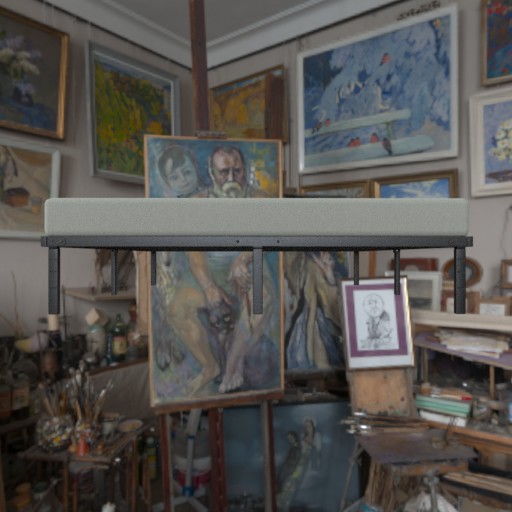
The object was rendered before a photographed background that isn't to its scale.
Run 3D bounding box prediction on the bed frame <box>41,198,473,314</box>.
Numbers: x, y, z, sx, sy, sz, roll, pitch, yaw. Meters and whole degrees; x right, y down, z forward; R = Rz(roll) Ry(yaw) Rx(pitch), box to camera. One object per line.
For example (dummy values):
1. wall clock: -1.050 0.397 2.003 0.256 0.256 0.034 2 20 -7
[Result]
1. bed frame: 0.000 0.000 3.884 2.526 0.680 2.635 0 0 0
